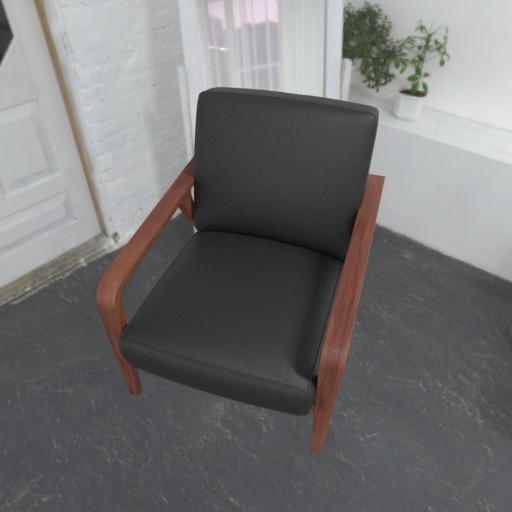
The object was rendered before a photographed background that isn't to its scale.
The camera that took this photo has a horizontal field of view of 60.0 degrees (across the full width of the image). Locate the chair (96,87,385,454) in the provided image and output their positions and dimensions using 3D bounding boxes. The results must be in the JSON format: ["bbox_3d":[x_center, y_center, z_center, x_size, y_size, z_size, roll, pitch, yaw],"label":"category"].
[{"bbox_3d":[0.000,0.000,1.494,0.719,0.861,0.889,12,43,14],"label":"chair"}]
